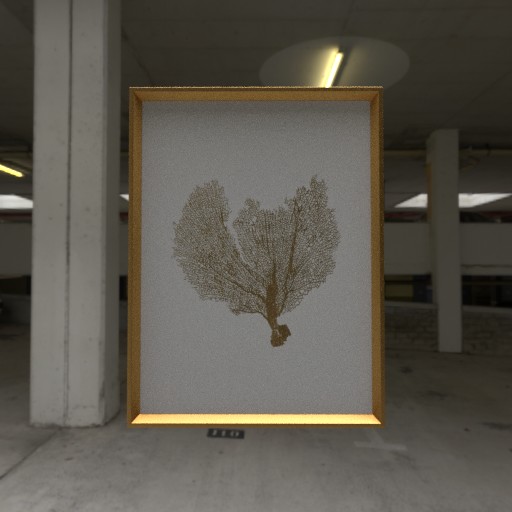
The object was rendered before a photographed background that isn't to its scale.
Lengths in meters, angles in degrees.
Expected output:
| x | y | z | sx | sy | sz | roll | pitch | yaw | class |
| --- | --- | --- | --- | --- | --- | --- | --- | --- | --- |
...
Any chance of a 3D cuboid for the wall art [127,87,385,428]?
| x | y | z | sx | sy | sz | roll | pitch | yaw | class |
| --- | --- | --- | --- | --- | --- | --- | --- | --- | --- |
| 0.000 | 0.000 | 1.074 | 0.610 | 0.812 | 0.038 | 0 | -1 | 0 | wall art |
